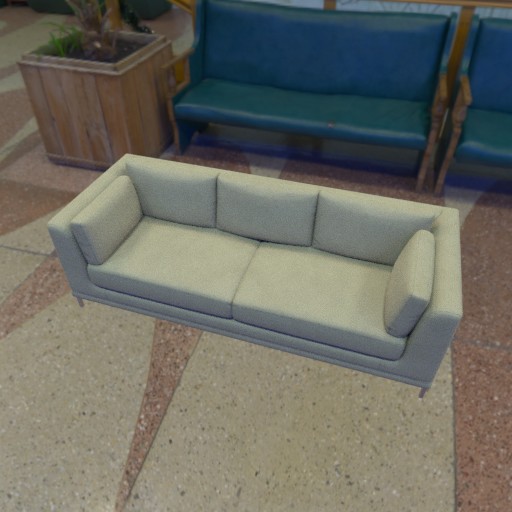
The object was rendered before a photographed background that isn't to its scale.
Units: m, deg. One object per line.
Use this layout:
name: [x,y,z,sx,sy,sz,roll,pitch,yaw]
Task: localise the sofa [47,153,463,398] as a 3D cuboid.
sofa: [0.000,0.000,2.964,2.415,0.867,0.969,12,42,14]
